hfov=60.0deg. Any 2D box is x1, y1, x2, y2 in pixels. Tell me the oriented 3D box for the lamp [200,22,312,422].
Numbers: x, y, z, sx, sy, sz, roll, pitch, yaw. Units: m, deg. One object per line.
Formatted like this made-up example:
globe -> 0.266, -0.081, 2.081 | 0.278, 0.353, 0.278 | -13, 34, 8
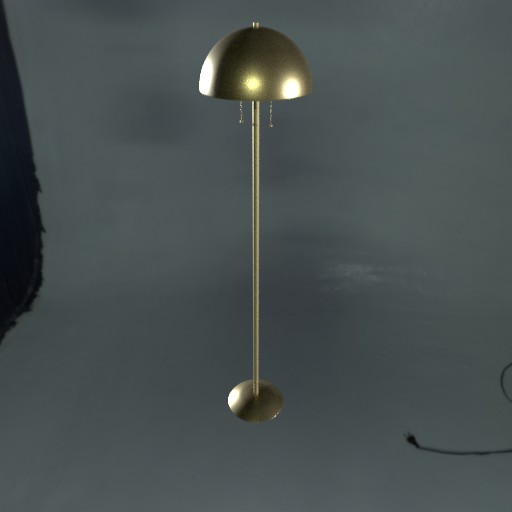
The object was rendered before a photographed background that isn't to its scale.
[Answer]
lamp -> 0.000, 0.000, 1.587 | 0.328, 1.480, 0.328 | 2, 31, 3
